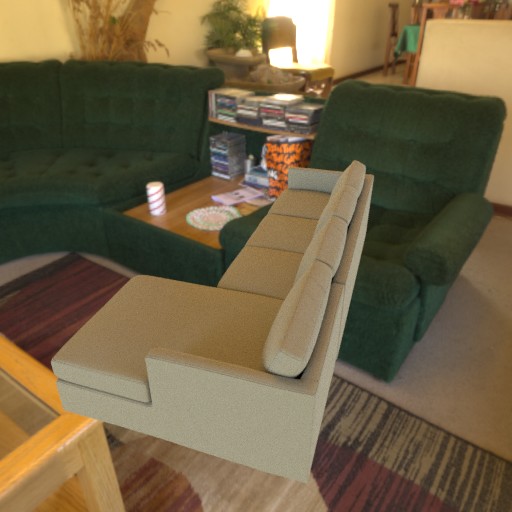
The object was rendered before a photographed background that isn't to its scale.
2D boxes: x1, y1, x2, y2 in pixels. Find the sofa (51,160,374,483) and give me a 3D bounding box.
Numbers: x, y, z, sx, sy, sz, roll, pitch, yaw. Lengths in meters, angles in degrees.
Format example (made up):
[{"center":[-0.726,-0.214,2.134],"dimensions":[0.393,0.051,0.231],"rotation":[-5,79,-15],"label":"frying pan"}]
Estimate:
[{"center":[0.000,0.000,3.733],"dimensions":[1.622,0.867,3.177],"rotation":[9,32,15],"label":"sofa"}]
